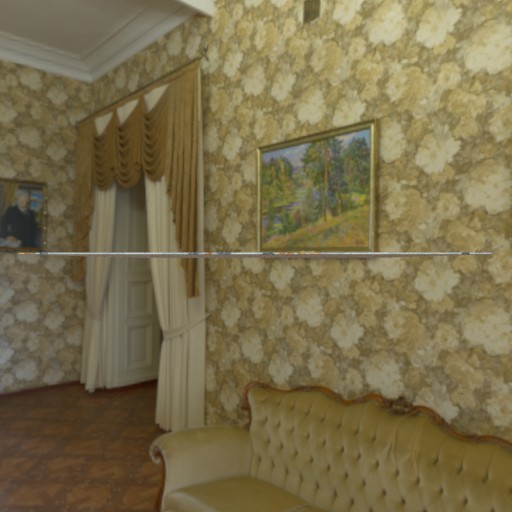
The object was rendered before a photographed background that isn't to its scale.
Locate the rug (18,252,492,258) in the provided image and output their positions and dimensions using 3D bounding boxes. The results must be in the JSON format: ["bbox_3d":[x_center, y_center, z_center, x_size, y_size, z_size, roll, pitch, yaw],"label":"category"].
[{"bbox_3d":[0.000,0.000,4.048,3.048,0.010,2.439,0,-1,1],"label":"rug"}]
